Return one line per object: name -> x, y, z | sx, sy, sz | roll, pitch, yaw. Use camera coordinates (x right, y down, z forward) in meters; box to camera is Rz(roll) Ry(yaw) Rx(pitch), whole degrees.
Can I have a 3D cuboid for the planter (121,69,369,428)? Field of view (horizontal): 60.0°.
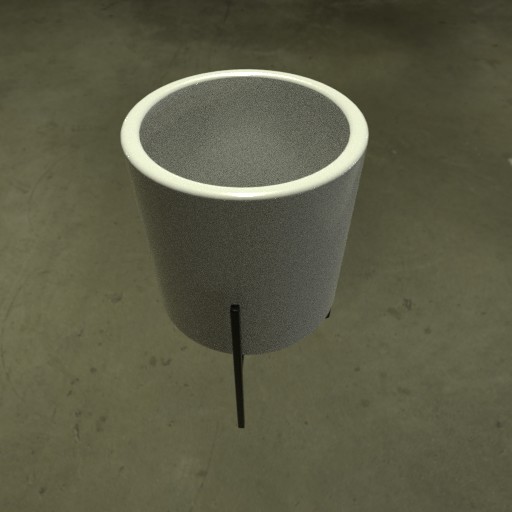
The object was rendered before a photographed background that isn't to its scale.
planter -> 0.000, 0.000, 0.525 | 0.239, 0.356, 0.239 | -15, 48, -14
